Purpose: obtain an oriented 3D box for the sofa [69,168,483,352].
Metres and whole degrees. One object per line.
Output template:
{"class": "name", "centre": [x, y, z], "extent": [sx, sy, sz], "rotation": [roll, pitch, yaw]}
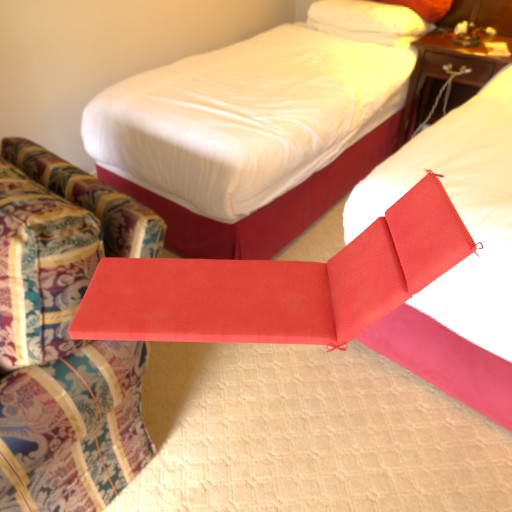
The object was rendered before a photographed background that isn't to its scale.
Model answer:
{"class": "sofa", "centre": [0.000, 0.000, 1.980], "extent": [1.663, 0.622, 0.582], "rotation": [1, 40, 1]}
